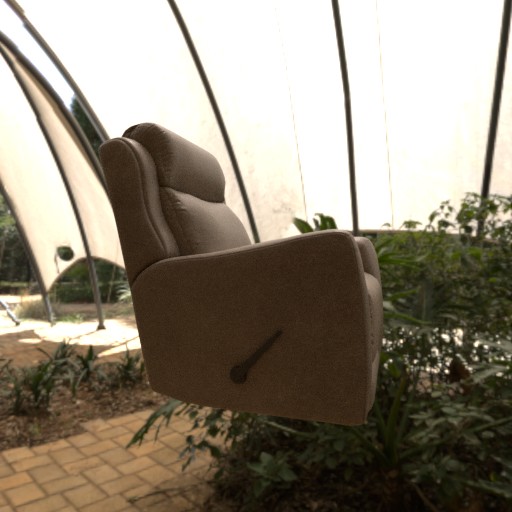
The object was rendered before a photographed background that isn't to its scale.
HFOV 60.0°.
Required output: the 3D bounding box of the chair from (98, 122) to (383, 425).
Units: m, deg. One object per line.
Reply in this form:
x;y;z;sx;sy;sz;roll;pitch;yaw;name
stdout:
0.000;0.000;1.975;1.068;1.116;0.967;0;0;19;chair
